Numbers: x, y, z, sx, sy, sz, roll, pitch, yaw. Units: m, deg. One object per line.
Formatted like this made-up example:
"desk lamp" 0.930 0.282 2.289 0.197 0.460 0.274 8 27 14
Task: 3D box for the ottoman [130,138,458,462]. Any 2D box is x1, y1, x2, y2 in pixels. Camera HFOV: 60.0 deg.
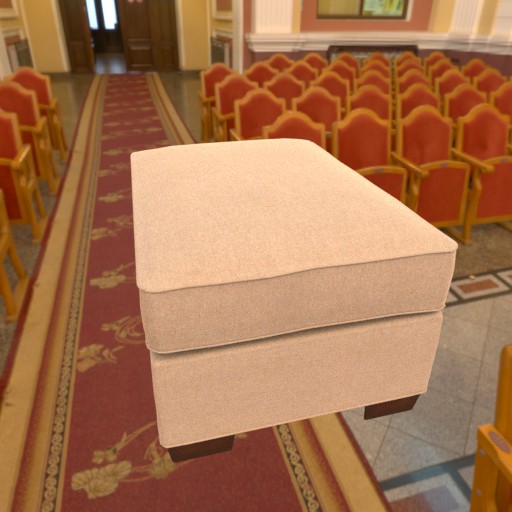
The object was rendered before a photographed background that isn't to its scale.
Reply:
"ottoman" 0.000 0.000 1.224 0.617 0.503 0.846 -7 30 -13
